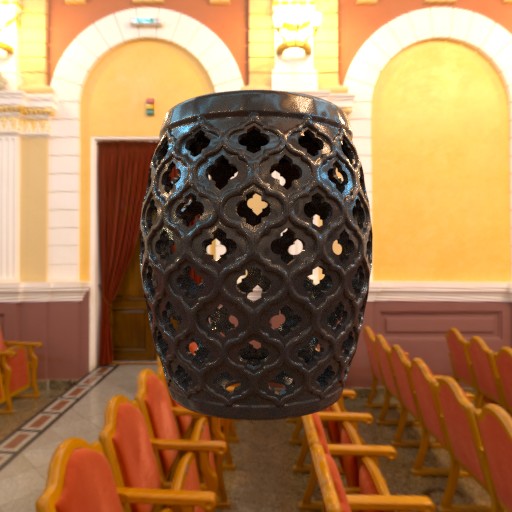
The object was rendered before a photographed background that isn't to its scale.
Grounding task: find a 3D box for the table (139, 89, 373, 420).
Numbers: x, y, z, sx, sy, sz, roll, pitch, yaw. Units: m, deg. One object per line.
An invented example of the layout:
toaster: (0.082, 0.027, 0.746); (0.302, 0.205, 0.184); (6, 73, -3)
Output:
table: (0.000, 0.000, 0.638); (0.325, 0.388, 0.325); (0, 0, 0)
